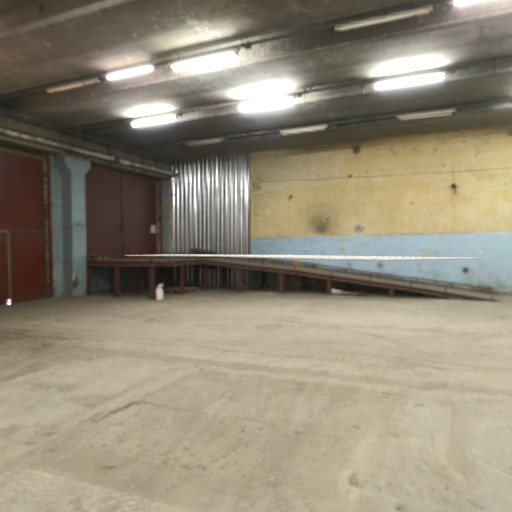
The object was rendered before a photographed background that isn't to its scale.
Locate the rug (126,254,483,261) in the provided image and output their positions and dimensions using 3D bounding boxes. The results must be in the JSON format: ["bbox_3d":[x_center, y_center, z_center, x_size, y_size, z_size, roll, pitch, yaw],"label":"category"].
[{"bbox_3d":[0.000,0.000,2.643,0.712,0.013,2.346,0,1,-37],"label":"rug"}]
